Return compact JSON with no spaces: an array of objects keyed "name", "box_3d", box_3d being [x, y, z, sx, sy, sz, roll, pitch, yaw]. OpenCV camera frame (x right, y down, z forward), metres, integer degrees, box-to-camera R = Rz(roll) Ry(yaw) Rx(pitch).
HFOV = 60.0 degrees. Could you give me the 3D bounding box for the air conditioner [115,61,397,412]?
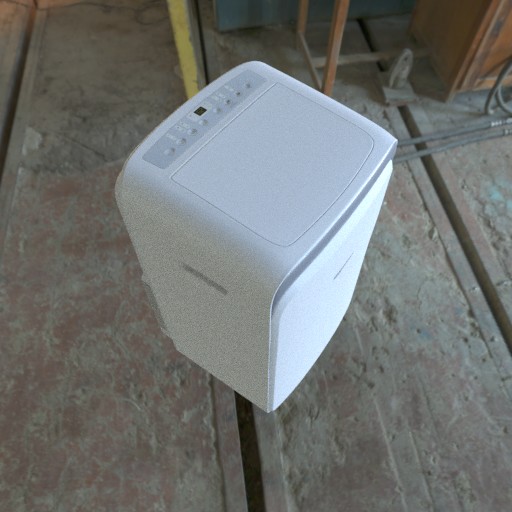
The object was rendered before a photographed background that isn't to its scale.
[{"name":"air conditioner","box_3d":[0.000,0.000,1.095,0.467,0.765,0.478,32,64,18]}]
